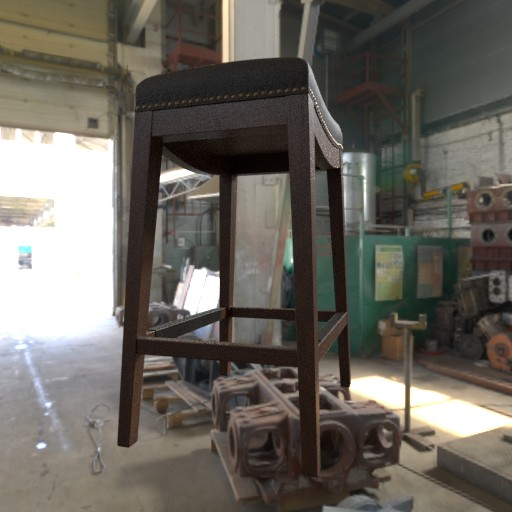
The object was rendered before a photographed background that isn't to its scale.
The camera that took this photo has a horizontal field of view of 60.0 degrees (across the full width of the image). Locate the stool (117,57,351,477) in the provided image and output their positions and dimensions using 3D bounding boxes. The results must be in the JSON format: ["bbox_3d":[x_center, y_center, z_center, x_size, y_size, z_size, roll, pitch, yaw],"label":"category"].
[{"bbox_3d":[0.000,0.000,0.951,0.353,0.664,0.490,0,1,18],"label":"stool"}]
